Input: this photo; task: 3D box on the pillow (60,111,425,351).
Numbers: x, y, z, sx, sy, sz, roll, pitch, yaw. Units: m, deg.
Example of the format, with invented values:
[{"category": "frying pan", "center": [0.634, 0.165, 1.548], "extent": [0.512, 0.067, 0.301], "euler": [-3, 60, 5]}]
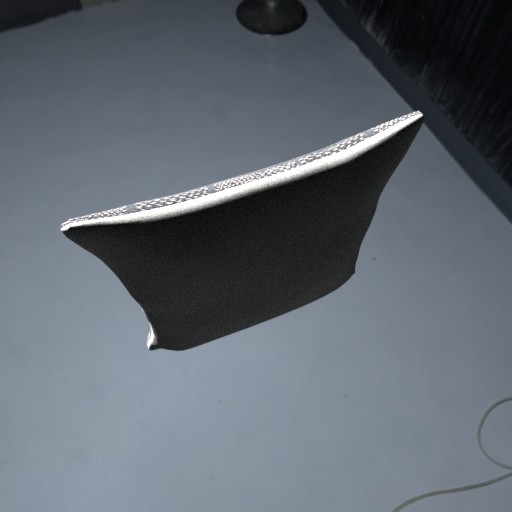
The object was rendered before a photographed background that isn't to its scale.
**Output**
[{"category": "pillow", "center": [0.000, 0.000, 0.680], "extent": [0.435, 0.432, 0.138], "euler": [-19, 62, -11]}]
